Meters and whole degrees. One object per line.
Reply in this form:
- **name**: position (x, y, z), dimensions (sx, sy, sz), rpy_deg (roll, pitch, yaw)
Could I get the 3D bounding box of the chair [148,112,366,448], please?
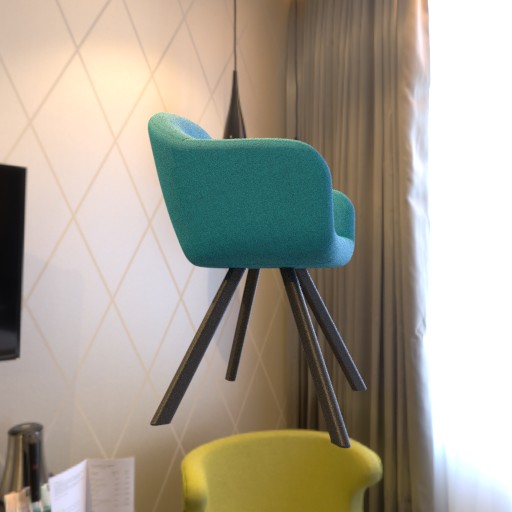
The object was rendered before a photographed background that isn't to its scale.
- **chair**: position (0.000, 0.000, 1.216), dimensions (0.550, 0.795, 0.590), rpy_deg (-1, -3, 18)
